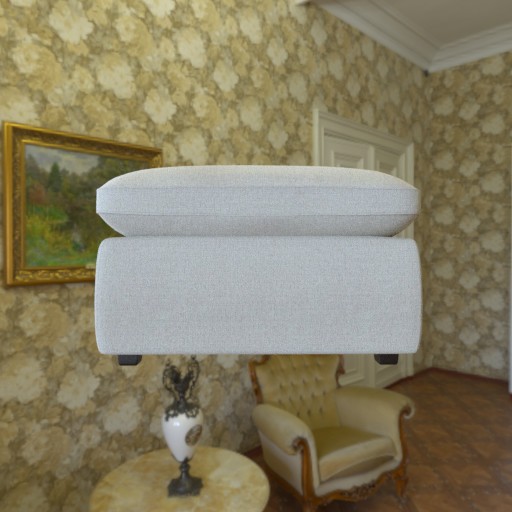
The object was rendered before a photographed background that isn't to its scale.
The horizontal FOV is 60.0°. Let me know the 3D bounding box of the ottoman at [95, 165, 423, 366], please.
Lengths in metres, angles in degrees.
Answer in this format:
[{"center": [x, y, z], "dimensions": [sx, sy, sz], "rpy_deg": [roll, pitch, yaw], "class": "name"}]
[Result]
[{"center": [0.000, 0.000, 1.352], "dimensions": [0.686, 0.453, 0.984], "rpy_deg": [0, 0, -1], "class": "ottoman"}]
